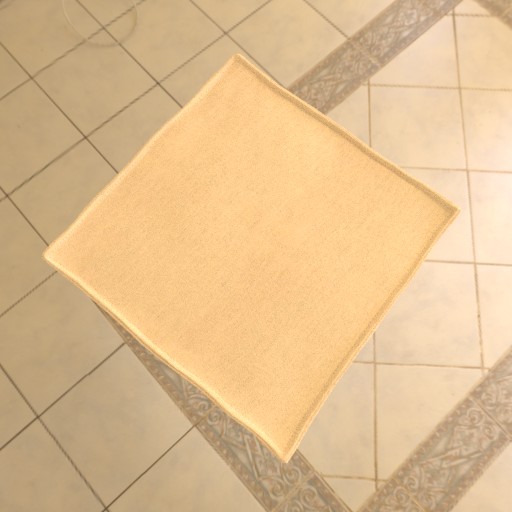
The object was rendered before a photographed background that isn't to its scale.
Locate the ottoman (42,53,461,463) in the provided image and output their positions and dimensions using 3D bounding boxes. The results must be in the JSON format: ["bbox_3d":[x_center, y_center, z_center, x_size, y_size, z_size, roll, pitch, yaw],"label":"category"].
[{"bbox_3d":[0.000,0.000,1.180,0.696,0.470,0.707,37,78,9],"label":"ottoman"}]
